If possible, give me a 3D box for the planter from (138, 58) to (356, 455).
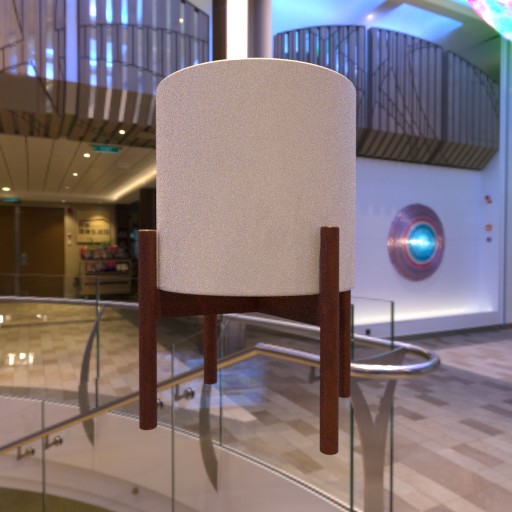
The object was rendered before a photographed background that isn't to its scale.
[{"bbox_3d":[0.000,0.000,0.954,0.417,0.670,0.417,0,1,17],"label":"planter"}]
